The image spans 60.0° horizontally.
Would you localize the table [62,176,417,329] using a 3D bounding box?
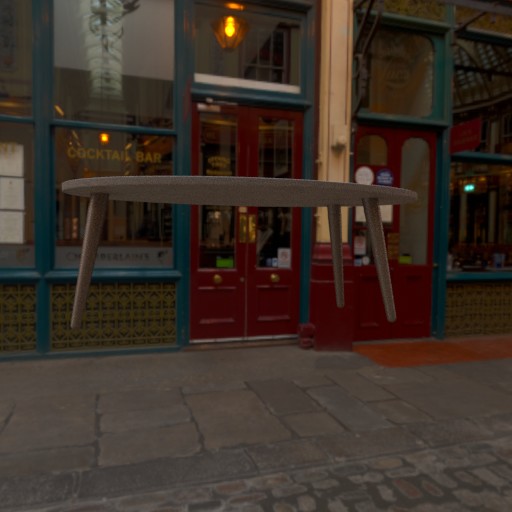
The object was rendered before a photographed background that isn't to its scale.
[{"bbox_3d":[0.000,0.000,1.349,1.083,0.390,0.542,0,2,-18],"label":"table"}]
